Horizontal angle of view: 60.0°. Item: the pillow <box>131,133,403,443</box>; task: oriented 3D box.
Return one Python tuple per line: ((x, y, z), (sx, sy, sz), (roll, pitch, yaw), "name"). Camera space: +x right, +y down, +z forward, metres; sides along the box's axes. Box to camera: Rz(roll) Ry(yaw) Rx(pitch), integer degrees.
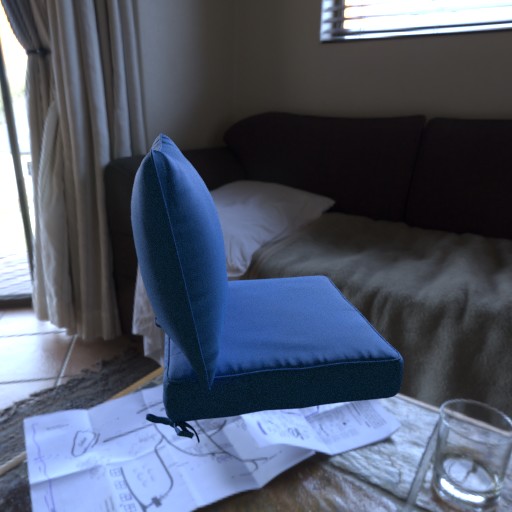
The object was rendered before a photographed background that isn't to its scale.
((0.000, 0.000, 1.404), (0.733, 0.725, 0.798), (-3, 18, -10), "pillow")
